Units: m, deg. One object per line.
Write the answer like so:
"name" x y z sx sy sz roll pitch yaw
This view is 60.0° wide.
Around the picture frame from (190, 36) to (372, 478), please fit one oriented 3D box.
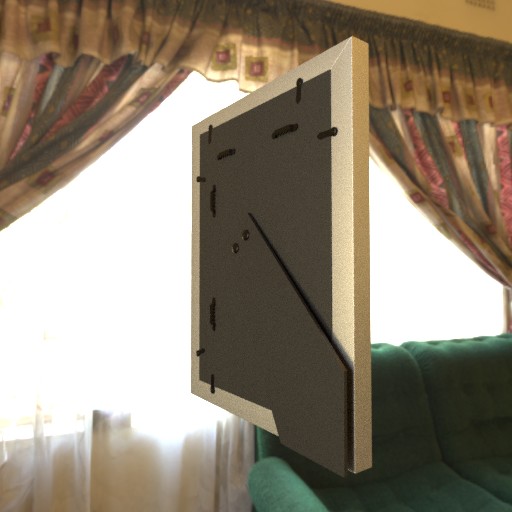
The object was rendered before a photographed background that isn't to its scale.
"picture frame" 0.000 0.000 0.518 0.036 0.386 0.307 1 -2 -36
